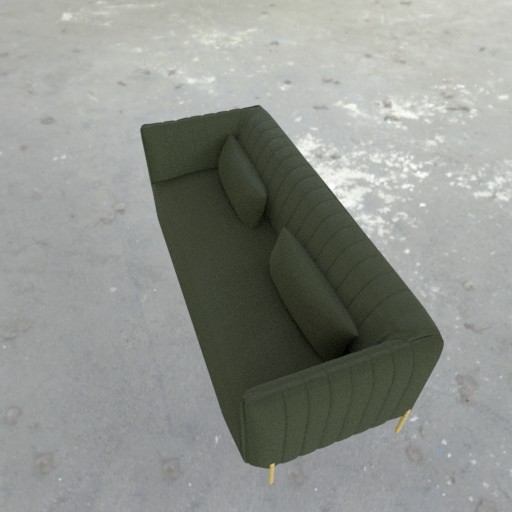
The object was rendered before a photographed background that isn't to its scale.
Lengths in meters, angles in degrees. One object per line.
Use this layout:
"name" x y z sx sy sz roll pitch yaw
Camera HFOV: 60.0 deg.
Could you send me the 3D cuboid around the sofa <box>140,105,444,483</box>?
"sofa" 0.000 0.000 2.557 0.896 0.793 2.137 -15 48 -14
